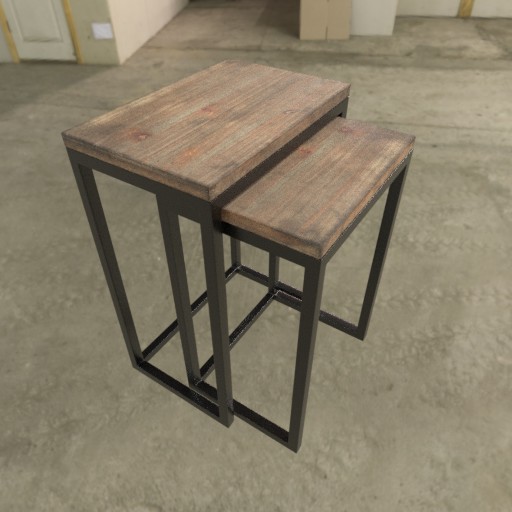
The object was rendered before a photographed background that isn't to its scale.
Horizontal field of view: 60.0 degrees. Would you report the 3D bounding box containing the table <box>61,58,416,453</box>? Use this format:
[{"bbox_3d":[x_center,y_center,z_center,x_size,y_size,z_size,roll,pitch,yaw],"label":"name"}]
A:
[{"bbox_3d":[0.000,0.000,0.937,0.460,0.615,0.456,25,47,26],"label":"table"}]
